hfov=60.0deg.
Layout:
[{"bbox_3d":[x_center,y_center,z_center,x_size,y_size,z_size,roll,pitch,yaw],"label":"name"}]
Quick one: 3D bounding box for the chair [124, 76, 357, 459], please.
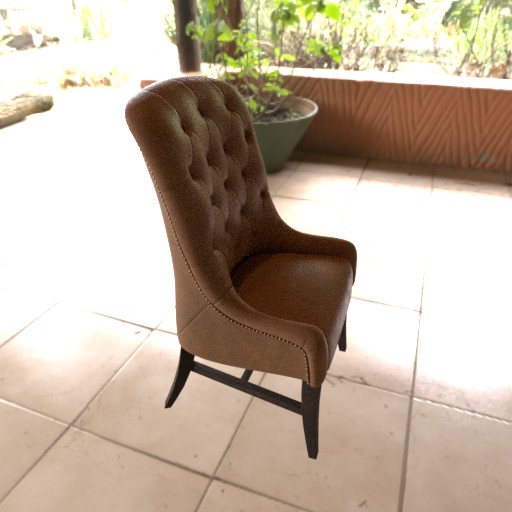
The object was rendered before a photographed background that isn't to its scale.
[{"bbox_3d":[0.000,0.000,1.491,0.629,1.091,0.634,10,31,17],"label":"chair"}]
